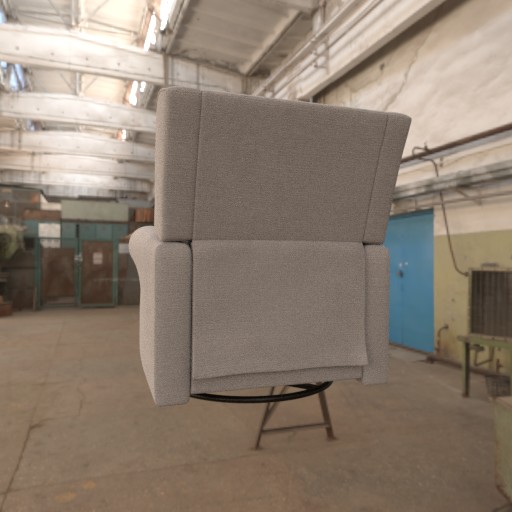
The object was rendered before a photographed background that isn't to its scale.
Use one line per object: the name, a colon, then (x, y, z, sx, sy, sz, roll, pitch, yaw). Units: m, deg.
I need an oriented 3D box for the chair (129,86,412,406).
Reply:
chair: (0.000, 0.000, 1.688, 0.906, 0.966, 0.854, 0, -1, -18)
